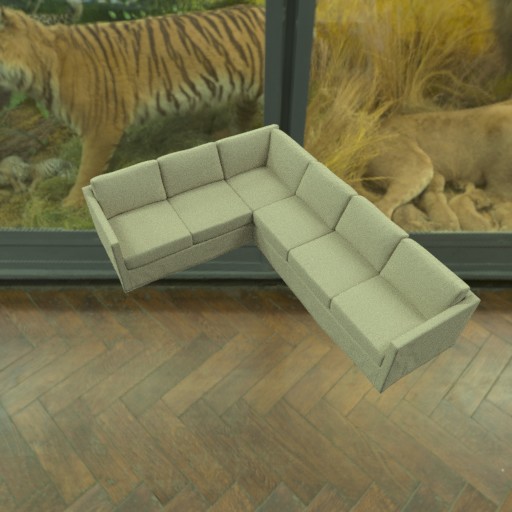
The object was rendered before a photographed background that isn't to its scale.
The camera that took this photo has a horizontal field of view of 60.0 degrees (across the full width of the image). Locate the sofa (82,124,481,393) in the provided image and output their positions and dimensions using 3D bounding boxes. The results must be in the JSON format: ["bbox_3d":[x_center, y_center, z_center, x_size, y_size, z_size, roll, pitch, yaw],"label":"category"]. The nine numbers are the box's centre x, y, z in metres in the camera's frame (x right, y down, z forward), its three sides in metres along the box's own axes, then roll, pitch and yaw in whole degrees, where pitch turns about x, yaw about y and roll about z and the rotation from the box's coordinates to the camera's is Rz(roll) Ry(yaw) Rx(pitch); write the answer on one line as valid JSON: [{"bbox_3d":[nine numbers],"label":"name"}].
[{"bbox_3d":[0.000,0.000,4.323,2.432,0.871,3.182,-23,50,-21],"label":"sofa"}]
